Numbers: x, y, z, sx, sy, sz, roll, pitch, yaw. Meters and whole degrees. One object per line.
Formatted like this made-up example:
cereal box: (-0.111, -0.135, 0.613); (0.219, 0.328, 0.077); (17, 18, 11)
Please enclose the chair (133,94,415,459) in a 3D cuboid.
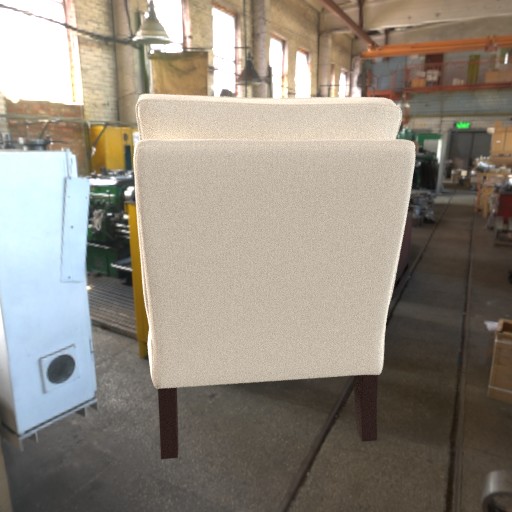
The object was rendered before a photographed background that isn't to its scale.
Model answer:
chair: (0.000, 0.000, 1.352); (0.630, 0.887, 0.781); (-2, 14, -7)
